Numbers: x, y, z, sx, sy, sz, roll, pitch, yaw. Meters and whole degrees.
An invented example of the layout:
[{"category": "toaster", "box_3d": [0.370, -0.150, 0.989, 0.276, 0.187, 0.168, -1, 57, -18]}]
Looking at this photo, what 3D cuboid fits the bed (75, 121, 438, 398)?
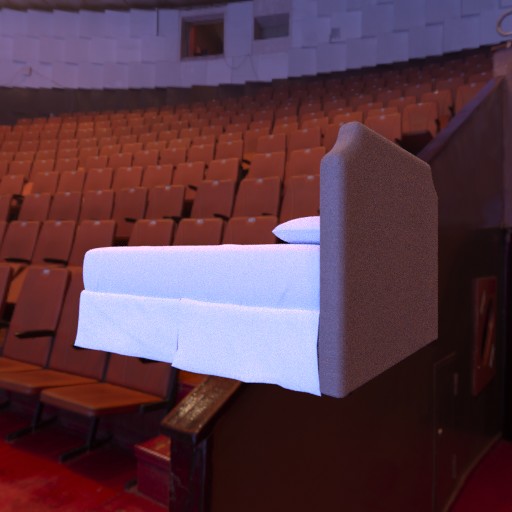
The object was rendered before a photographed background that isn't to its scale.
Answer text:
[{"category": "bed", "box_3d": [0.000, 0.000, 3.200, 2.116, 1.290, 1.693, 0, 0, 36]}]
